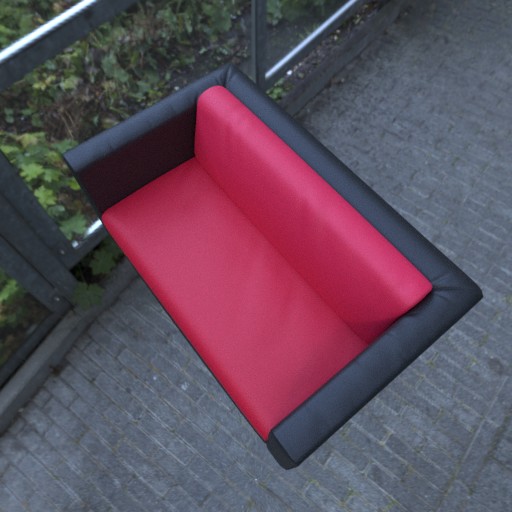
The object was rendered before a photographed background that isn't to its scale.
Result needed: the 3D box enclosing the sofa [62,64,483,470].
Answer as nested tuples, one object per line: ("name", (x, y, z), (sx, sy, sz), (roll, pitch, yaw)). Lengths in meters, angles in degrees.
("sofa", (0.000, 0.000, 1.858), (0.845, 0.735, 1.410), (-35, 68, -16))
